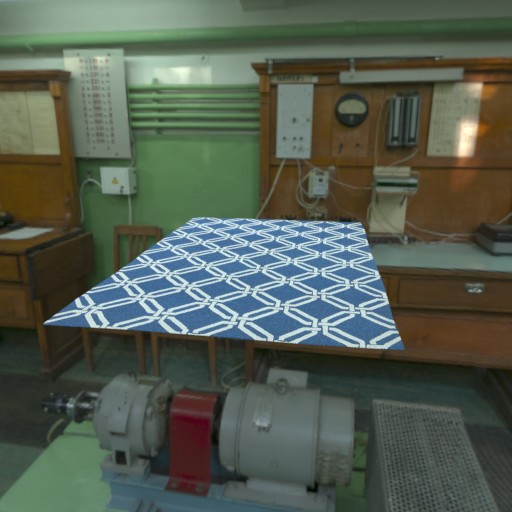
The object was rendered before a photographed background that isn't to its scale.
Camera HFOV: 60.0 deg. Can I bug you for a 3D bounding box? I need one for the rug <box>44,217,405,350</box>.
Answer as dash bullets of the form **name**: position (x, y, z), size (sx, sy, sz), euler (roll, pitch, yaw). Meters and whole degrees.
- **rug**: position (0.000, 0.000, 2.192), size (1.153, 0.010, 1.755), euler (2, 17, 8)
